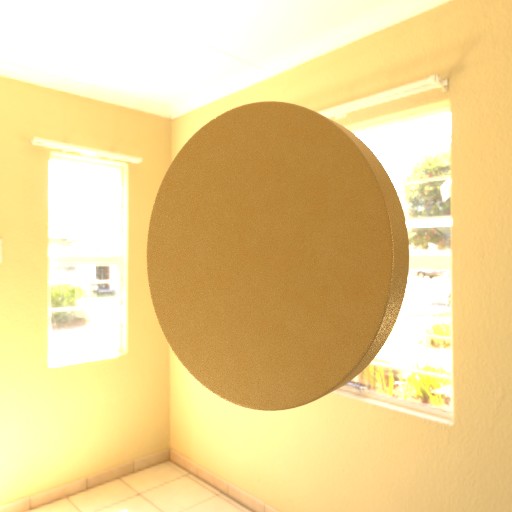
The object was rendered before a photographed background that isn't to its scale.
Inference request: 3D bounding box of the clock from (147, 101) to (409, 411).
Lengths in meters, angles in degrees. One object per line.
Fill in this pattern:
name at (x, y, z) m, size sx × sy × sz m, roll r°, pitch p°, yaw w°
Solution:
clock at (0.000, 0.000, 0.473) m, size 0.314 × 0.314 × 0.040 m, roll 0°, pitch 0°, yaw 37°
